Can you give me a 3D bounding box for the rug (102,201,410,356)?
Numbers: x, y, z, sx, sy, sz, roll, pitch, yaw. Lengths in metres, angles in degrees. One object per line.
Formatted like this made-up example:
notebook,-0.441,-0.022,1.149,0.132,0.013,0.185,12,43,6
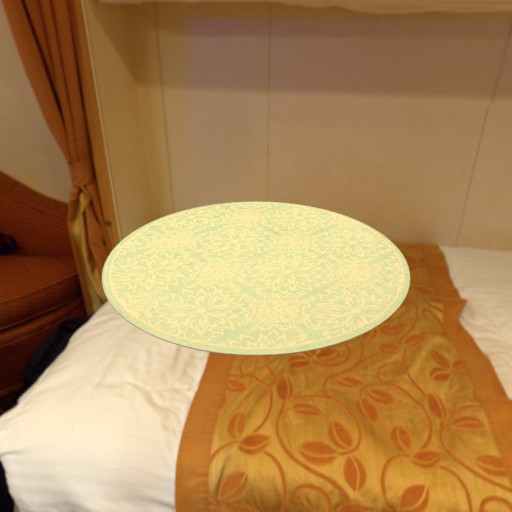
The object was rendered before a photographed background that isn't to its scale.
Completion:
rug,0.000,0.000,2.393,1.593,0.012,1.593,0,28,0
